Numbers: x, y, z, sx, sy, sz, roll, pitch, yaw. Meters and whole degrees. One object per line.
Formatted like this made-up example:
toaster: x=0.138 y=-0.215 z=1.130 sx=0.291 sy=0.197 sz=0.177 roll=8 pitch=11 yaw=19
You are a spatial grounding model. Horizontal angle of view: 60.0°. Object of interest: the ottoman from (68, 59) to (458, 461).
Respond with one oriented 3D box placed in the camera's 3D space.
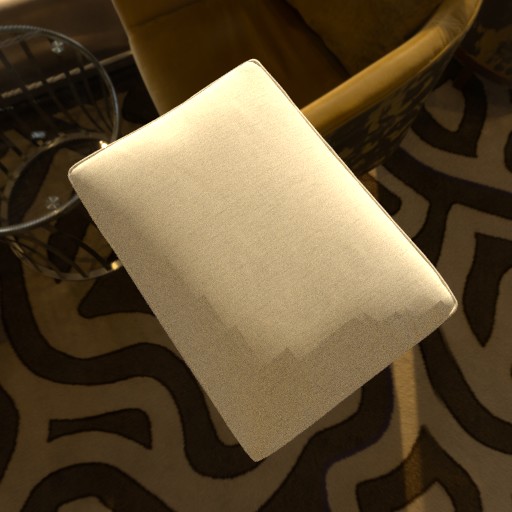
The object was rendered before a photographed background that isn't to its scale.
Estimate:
ottoman: x=0.000 y=0.000 z=0.967 sx=0.501 sy=0.406 sz=0.665 roll=-34 pitch=77 yaw=-9
